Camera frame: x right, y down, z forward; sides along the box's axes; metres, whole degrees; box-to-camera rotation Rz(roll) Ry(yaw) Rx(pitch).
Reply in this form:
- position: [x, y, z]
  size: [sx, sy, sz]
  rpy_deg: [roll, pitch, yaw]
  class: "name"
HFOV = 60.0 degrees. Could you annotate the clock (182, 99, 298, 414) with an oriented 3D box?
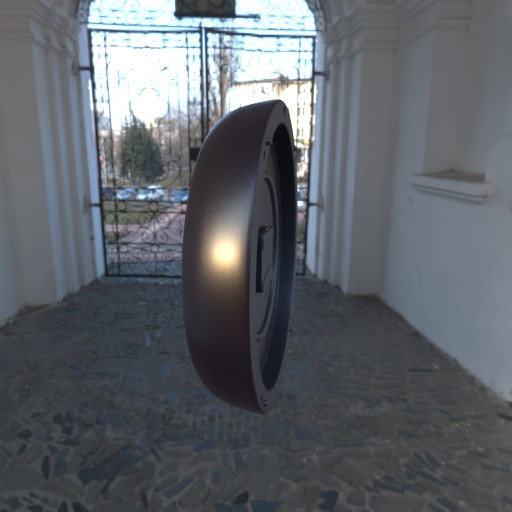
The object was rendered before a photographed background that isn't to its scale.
- position: [0.000, 0.000, 0.451]
  size: [0.060, 0.300, 0.300]
  rpy_deg: [3, 14, 11]
  class: "clock"
